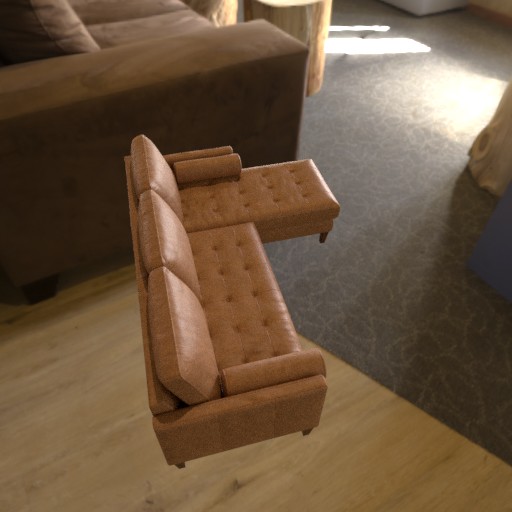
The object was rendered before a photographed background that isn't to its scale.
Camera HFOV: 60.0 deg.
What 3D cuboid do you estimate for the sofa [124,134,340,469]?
[{"bbox_3d":[0.000,0.000,2.931,1.506,0.876,2.178,-11,47,-10],"label":"sofa"}]
